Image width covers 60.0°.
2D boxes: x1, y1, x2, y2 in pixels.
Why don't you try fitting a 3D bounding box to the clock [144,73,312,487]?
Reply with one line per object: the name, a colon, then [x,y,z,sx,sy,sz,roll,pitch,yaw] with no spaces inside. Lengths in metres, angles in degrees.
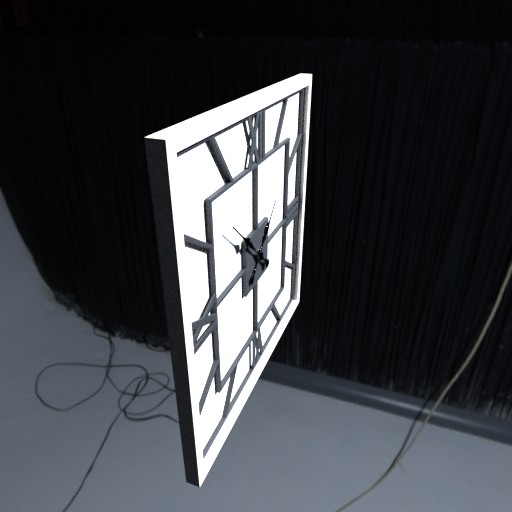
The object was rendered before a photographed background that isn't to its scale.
clock: [0.000,0.000,1.021,0.032,0.705,0.705,11,31,19]
